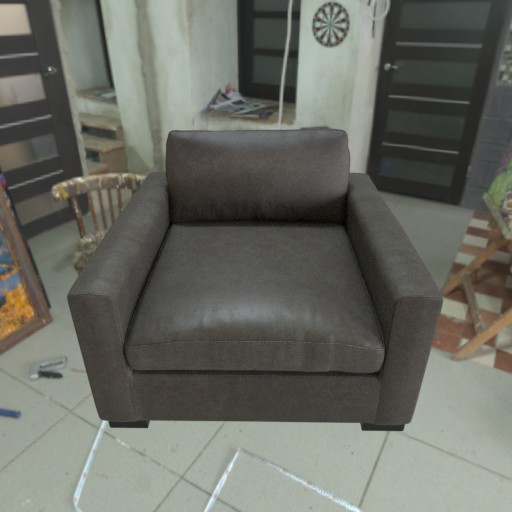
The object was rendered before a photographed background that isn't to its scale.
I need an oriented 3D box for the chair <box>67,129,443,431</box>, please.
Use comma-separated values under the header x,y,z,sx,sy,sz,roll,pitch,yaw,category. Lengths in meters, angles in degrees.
x,y,z,sx,sy,sz,roll,pitch,yaw,category
0.000,0.000,1.757,1.106,0.807,1.080,0,30,1,chair
